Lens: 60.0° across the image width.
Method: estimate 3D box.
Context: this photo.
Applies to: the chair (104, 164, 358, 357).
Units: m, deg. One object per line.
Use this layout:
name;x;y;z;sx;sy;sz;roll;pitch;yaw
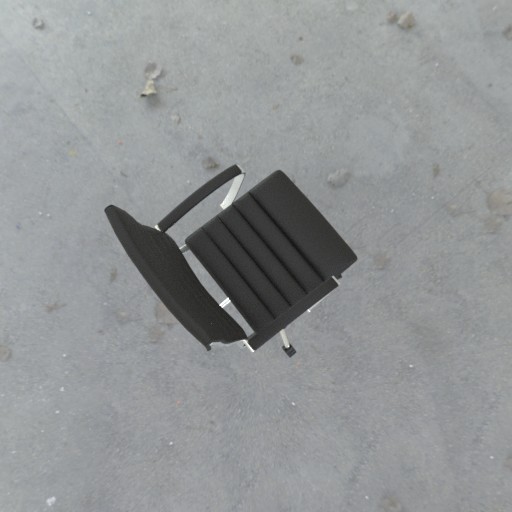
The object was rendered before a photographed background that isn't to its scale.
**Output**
chair;0.000;0.000;1.675;0.739;1.149;0.766;-37;78;-9
